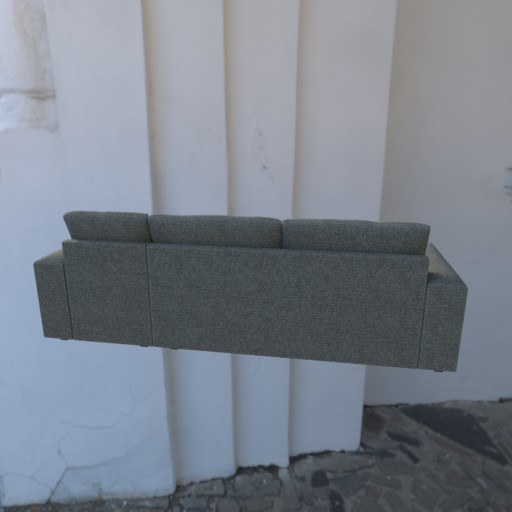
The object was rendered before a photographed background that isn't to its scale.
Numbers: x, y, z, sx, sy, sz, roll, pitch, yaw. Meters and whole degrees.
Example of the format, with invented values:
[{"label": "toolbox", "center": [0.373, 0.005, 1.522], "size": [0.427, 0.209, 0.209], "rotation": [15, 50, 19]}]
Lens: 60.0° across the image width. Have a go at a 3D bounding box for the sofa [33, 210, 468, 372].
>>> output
[{"label": "sofa", "center": [0.000, 0.000, 3.545], "size": [2.718, 0.940, 1.689], "rotation": [3, 17, 9]}]
